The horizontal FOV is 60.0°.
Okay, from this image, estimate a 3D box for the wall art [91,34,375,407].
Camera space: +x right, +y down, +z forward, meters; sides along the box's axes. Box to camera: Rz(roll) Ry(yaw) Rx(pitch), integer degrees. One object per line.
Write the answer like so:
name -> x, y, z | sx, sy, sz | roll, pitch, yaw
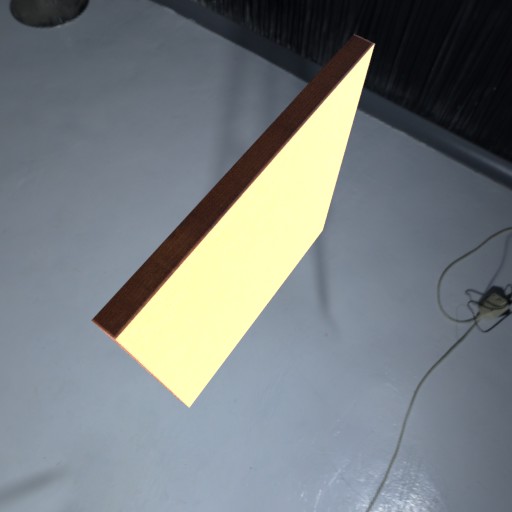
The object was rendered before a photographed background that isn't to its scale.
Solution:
wall art -> 0.000, 0.000, 0.826 | 0.037, 0.572, 0.554 | 33, 69, 15
